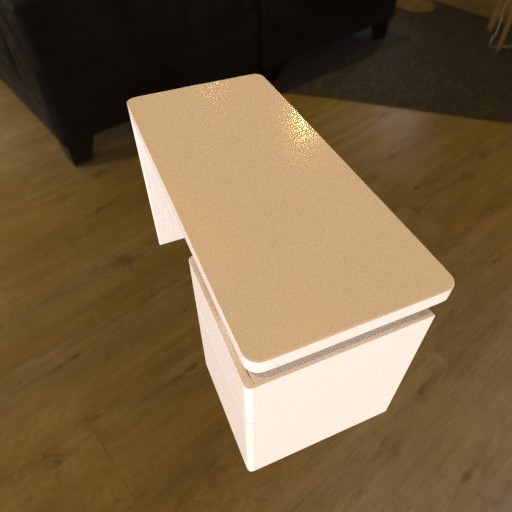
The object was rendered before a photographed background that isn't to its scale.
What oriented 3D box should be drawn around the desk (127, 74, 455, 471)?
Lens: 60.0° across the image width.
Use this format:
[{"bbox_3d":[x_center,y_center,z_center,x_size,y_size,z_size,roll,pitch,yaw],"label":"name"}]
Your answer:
[{"bbox_3d":[0.000,0.000,1.630,0.550,0.760,1.200,-18,50,-15],"label":"desk"}]
